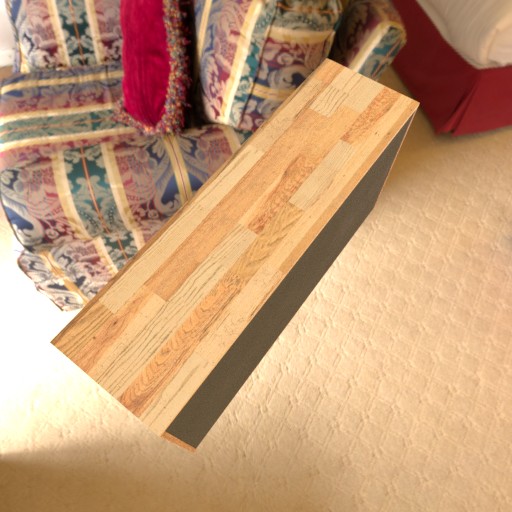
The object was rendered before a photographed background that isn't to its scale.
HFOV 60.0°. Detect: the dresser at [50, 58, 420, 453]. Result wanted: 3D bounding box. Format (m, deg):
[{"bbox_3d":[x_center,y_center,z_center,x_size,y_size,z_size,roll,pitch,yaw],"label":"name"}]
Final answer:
[{"bbox_3d":[0.000,0.000,1.929,0.487,0.834,1.547,33,68,16],"label":"dresser"}]
